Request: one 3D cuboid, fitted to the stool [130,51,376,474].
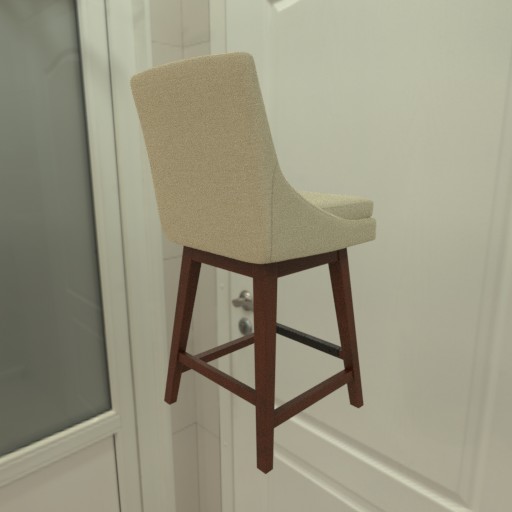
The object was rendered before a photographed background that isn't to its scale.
[{"bbox_3d":[0.000,0.000,1.293,0.559,0.991,0.469,-13,19,-43],"label":"stool"}]
